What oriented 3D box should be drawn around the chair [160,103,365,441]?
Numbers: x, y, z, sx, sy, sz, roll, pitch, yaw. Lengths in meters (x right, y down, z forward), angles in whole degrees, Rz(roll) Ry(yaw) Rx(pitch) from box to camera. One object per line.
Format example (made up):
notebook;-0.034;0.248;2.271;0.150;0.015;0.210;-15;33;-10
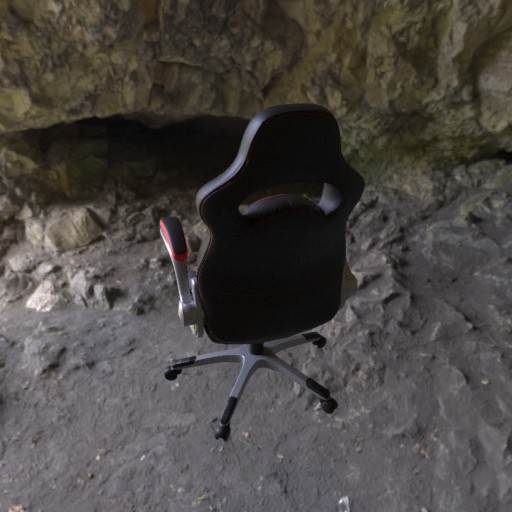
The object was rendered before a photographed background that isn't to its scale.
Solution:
chair;0.000;0.000;1.642;0.758;1.165;0.712;-8;28;-16
